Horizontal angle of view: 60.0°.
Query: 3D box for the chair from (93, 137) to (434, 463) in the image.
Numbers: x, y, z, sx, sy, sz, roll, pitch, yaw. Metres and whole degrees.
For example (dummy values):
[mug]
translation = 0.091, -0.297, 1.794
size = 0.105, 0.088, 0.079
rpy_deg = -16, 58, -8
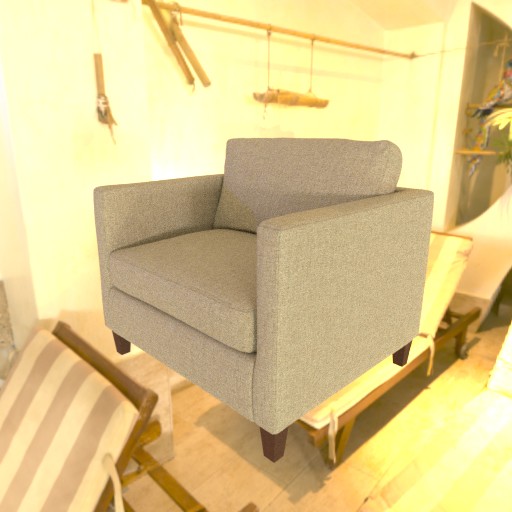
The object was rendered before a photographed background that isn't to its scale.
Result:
[chair]
translation = 0.000, 0.000, 1.873
size = 0.959, 0.961, 1.107
rpy_deg = -16, 23, -43
